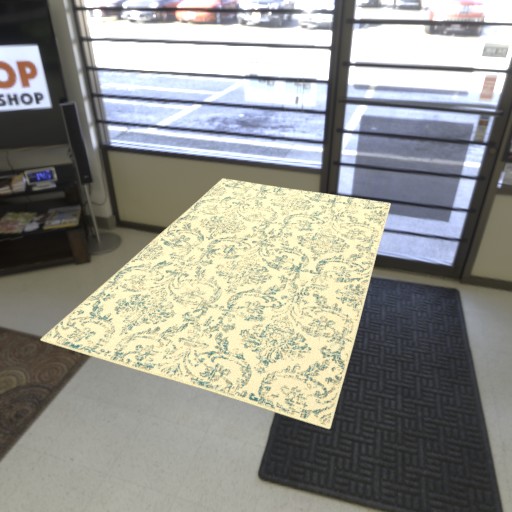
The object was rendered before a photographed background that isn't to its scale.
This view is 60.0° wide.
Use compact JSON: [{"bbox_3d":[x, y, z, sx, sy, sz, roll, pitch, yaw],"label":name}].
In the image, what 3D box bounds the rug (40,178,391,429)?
[{"bbox_3d":[0.000,0.000,3.552,1.819,0.018,2.746,11,34,17],"label":"rug"}]
